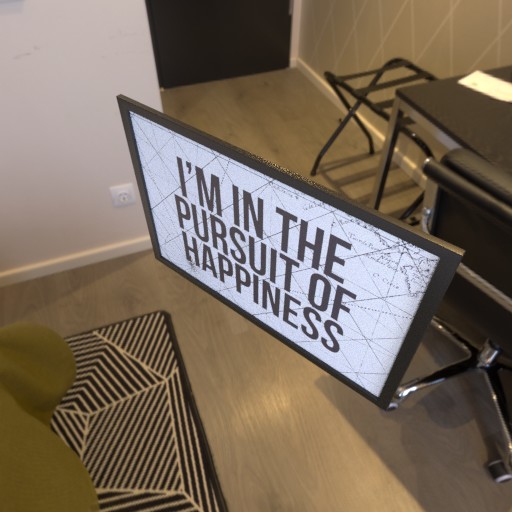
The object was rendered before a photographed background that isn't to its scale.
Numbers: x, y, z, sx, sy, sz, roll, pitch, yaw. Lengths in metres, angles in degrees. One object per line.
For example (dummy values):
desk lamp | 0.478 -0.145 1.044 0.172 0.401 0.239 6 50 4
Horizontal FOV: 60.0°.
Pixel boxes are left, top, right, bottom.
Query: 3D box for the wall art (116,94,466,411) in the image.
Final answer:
wall art | 0.000 0.000 1.056 0.819 0.552 0.015 30 54 25
